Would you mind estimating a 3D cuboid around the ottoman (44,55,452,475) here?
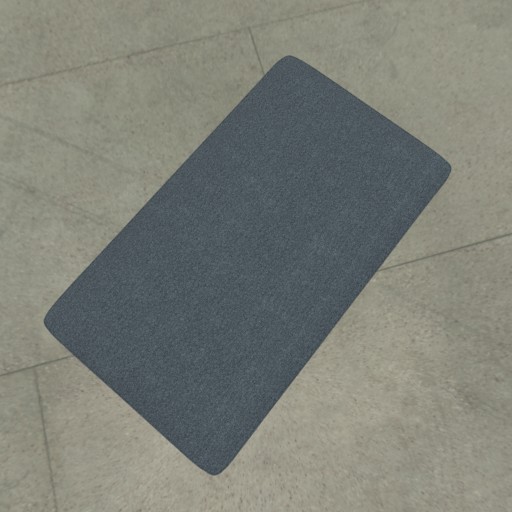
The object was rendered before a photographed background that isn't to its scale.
[{"bbox_3d":[0.000,0.000,1.516,0.681,0.494,1.173,38,79,9],"label":"ottoman"}]
